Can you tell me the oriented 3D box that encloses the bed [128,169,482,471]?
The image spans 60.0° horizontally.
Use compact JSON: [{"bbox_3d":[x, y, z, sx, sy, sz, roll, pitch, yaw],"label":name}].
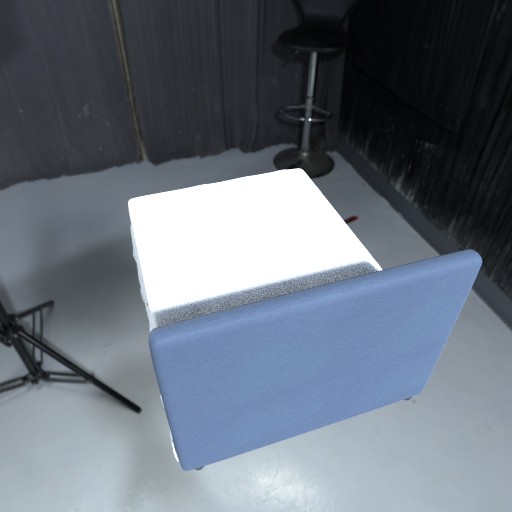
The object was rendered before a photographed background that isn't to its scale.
[{"bbox_3d":[0.000,0.000,3.163,1.713,1.330,2.162,-13,43,-14],"label":"bed"}]
